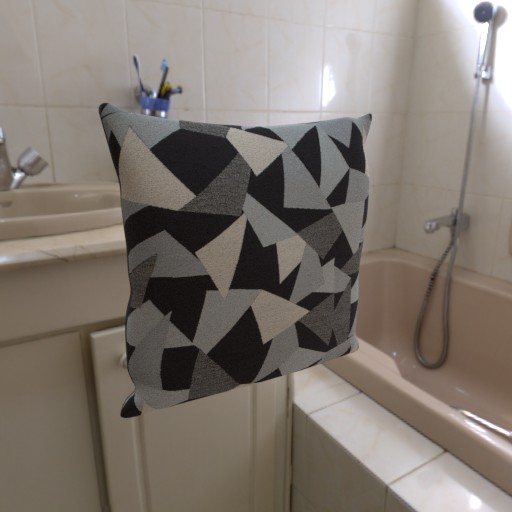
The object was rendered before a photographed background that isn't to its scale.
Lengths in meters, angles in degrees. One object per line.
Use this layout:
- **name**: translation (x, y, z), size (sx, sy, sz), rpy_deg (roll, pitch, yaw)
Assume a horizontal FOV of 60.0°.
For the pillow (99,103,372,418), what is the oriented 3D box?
- **pillow**: translation (0.000, 0.000, 0.774), size (0.503, 0.496, 0.208), rpy_deg (-8, 18, -27)
